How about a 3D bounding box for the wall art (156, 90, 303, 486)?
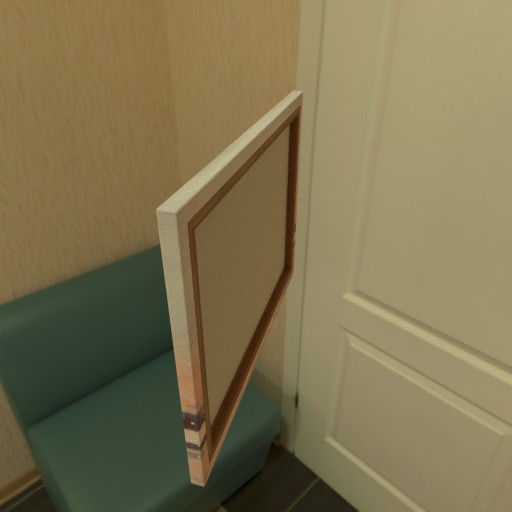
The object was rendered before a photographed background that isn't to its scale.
[{"bbox_3d":[0.000,0.000,1.333,0.038,0.763,1.015,9,32,14],"label":"wall art"}]
